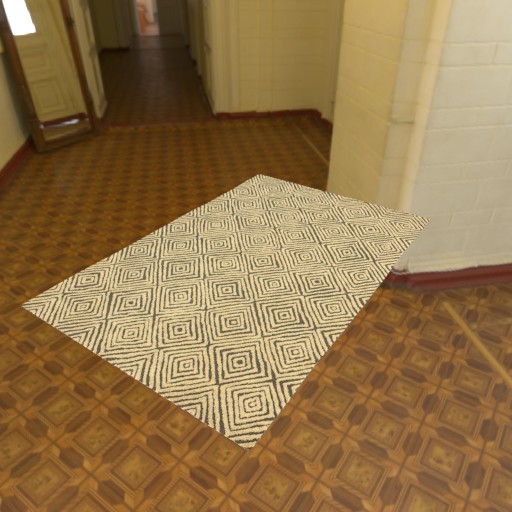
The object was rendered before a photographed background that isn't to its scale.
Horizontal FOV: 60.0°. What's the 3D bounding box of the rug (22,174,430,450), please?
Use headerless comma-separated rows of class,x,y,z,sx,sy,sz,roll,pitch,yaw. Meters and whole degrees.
rug,0.000,0.000,2.169,1.177,0.004,1.750,20,38,29
